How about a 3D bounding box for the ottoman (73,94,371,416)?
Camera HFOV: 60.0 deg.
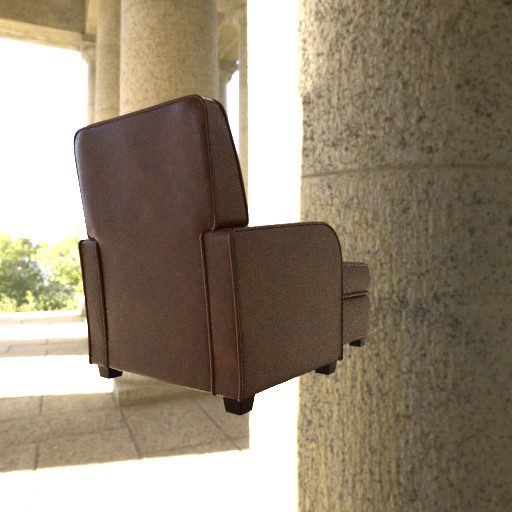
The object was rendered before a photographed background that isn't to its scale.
[{"bbox_3d":[0.000,0.000,1.872,0.732,0.904,1.314,0,0,37],"label":"ottoman"}]
